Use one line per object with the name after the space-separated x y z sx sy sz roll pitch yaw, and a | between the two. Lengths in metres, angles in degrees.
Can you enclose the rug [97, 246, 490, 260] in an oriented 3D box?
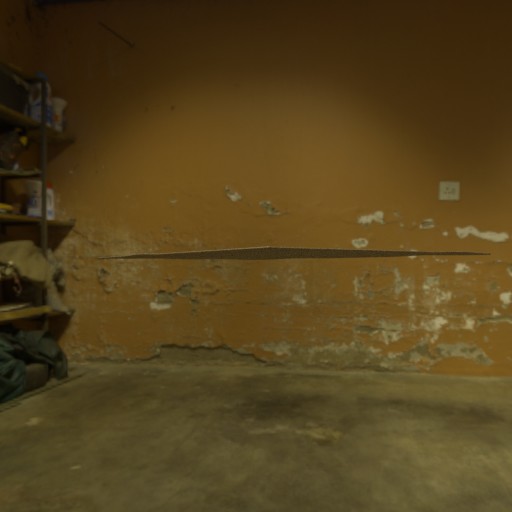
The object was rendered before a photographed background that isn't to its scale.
0.000 0.000 3.067 1.524 0.015 2.439 1 -2 -34 | rug
